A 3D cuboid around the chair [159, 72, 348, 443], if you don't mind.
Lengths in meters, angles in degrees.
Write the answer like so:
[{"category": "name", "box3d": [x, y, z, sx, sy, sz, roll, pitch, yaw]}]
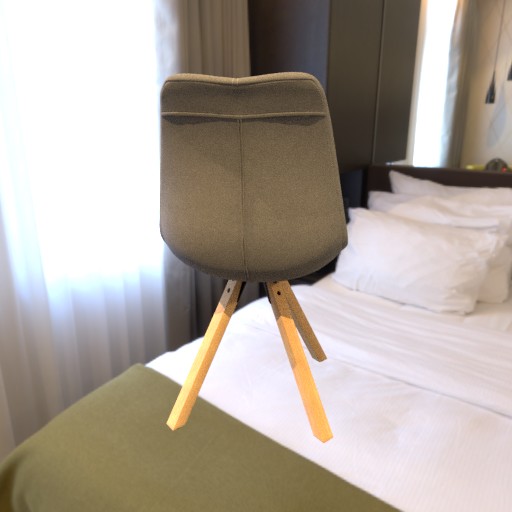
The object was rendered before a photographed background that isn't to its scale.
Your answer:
[{"category": "chair", "box3d": [0.000, 0.000, 1.187, 0.474, 0.863, 0.549, 2, 17, 7]}]
